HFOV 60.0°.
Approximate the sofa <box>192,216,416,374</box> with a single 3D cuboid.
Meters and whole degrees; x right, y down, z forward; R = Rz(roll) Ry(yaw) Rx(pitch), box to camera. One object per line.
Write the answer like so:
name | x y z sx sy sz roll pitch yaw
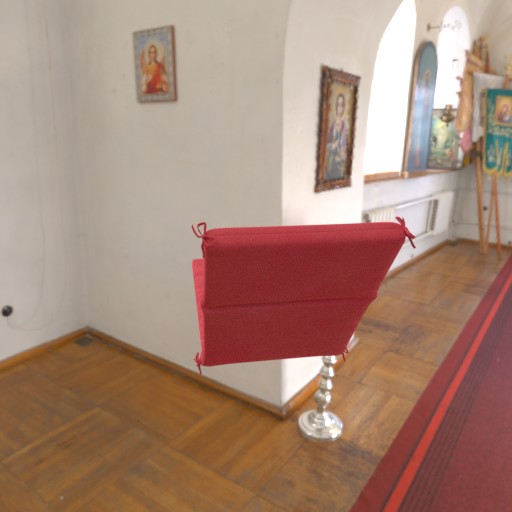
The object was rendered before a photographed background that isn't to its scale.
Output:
sofa | 0.000 0.000 1.926 0.582 0.622 1.663 -3 16 -9
